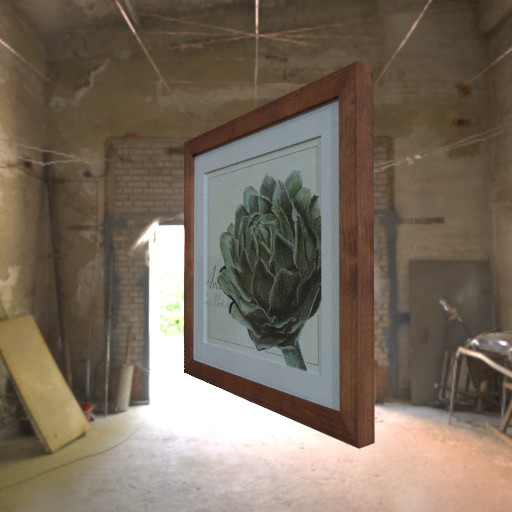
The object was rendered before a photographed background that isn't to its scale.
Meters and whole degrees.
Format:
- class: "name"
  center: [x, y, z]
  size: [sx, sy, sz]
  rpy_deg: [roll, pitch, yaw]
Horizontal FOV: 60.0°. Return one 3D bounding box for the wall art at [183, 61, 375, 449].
- class: "wall art"
  center: [0.000, 0.000, 0.886]
  size: [0.037, 0.572, 0.554]
  rpy_deg: [1, -1, -36]
